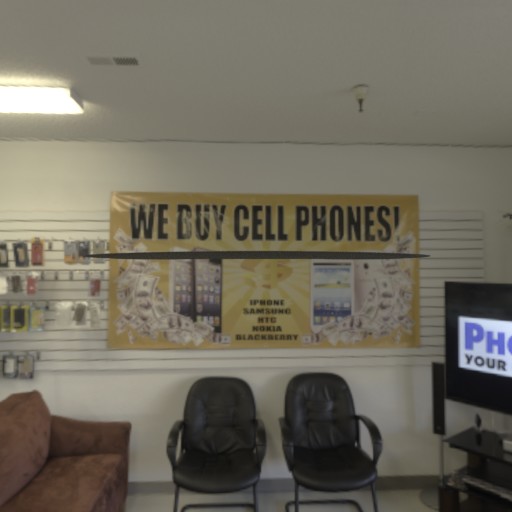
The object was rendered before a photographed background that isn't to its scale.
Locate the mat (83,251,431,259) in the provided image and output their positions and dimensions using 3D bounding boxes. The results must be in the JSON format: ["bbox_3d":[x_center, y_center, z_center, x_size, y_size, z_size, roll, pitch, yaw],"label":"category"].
[{"bbox_3d":[0.000,0.000,1.849,1.524,0.013,0.913,0,-2,1],"label":"mat"}]
